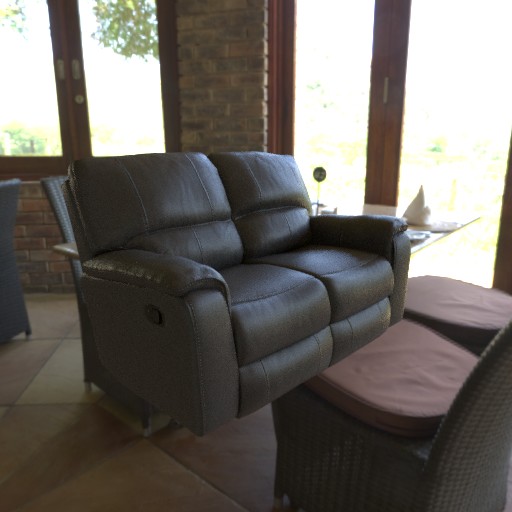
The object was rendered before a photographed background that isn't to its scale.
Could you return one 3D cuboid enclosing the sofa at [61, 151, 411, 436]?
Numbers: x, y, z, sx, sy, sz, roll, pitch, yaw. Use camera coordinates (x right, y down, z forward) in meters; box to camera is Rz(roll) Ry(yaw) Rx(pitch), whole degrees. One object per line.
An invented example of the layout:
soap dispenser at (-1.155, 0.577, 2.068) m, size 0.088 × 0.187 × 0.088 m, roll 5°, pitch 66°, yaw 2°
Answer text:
sofa at (0.000, 0.000, 2.442) m, size 1.104 × 1.111 × 1.765 m, roll 13°, pitch 19°, yaw 42°
